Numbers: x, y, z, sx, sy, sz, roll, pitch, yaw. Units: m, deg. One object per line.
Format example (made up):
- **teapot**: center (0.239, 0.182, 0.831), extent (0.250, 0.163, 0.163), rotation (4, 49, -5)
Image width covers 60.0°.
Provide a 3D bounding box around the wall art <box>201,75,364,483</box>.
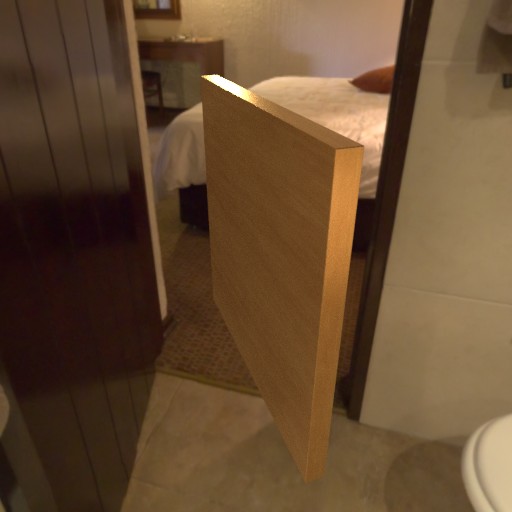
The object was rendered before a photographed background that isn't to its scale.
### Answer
- **wall art**: center (0.000, 0.000, 0.447), extent (0.019, 0.302, 0.302), rotation (-11, 31, -18)
